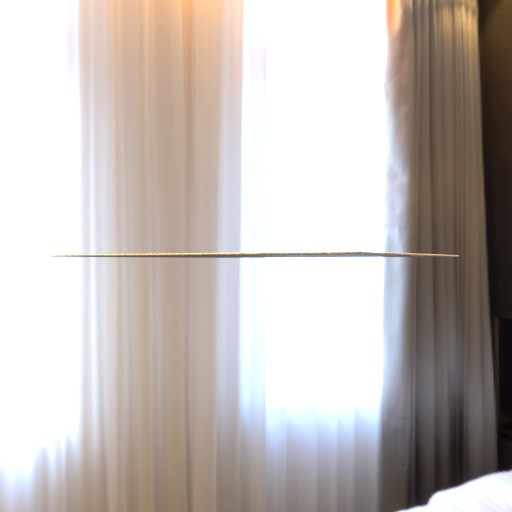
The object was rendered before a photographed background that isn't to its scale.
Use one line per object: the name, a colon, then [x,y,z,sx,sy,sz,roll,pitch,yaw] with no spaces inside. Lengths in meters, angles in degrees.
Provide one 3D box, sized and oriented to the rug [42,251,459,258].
rug: [0.000,0.000,4.125,3.061,0.014,2.447,0,-1,36]
